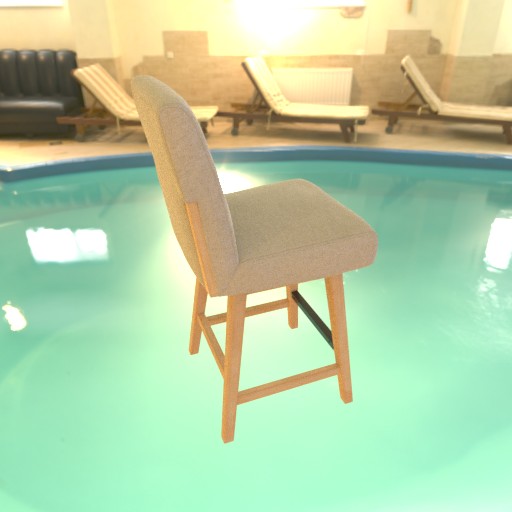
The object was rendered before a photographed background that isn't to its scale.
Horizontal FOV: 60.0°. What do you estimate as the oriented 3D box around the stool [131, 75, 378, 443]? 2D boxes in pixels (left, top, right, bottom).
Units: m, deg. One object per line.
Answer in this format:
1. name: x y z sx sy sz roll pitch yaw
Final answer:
1. stool: 0.000 0.000 1.443 0.606 1.085 0.507 -11 32 -18
